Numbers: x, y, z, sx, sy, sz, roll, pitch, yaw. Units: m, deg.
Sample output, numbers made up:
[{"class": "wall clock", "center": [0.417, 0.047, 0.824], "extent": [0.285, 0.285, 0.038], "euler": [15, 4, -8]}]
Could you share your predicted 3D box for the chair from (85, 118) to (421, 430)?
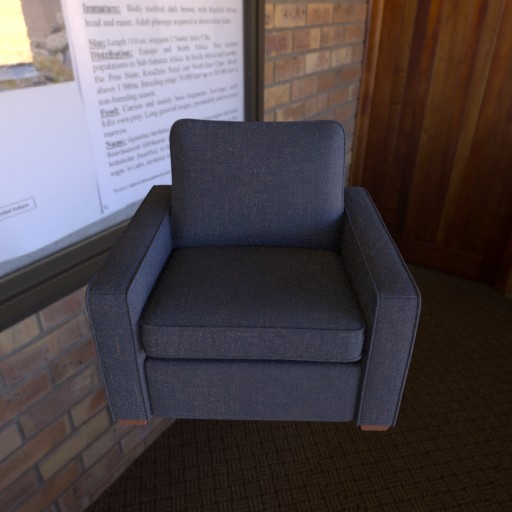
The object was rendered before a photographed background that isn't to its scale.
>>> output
[{"class": "chair", "center": [0.000, 0.000, 1.728], "extent": [1.017, 0.919, 0.940], "euler": [1, 29, 1]}]
